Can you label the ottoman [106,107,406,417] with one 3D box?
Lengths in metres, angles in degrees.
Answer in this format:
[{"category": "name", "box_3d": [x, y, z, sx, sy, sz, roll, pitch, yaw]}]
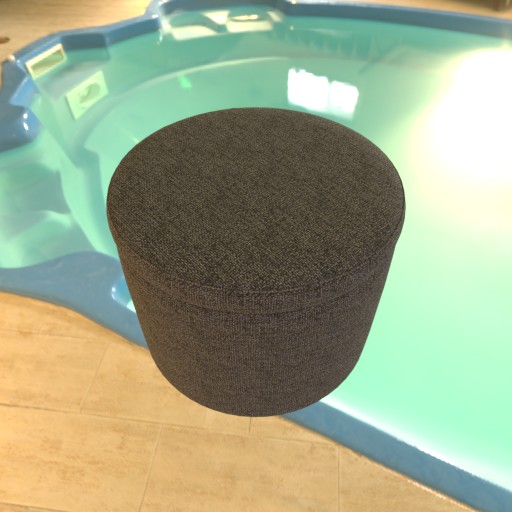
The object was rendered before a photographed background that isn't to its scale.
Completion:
[{"category": "ottoman", "box_3d": [0.000, 0.000, 0.913, 0.520, 0.430, 0.520, 0, 46, 0]}]
